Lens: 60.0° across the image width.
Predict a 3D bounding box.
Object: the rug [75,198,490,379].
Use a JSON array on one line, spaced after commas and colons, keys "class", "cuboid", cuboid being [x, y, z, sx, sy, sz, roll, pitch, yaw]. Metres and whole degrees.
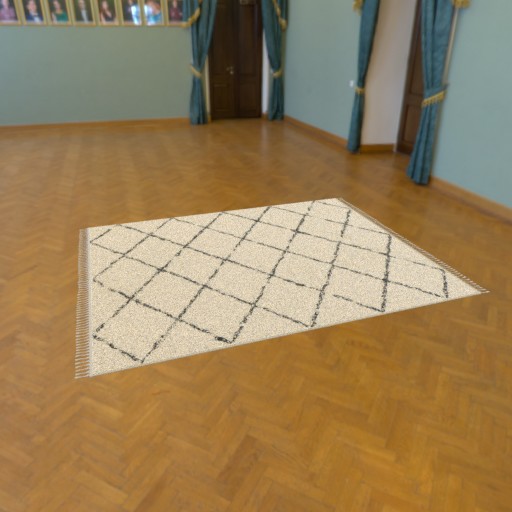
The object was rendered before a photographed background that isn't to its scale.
[{"class": "rug", "cuboid": [0.000, 0.000, 4.025, 3.051, 0.013, 2.380, -9, 28, -17]}]
